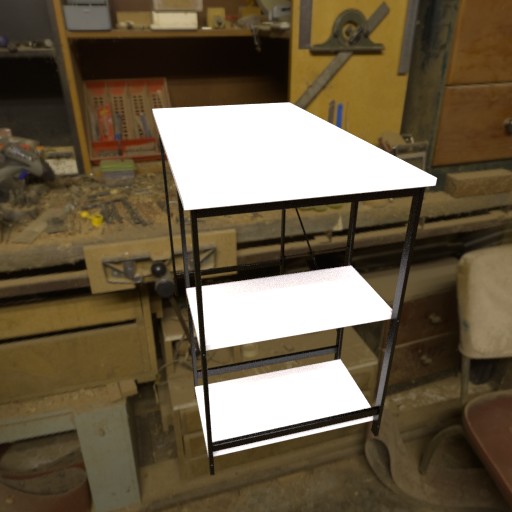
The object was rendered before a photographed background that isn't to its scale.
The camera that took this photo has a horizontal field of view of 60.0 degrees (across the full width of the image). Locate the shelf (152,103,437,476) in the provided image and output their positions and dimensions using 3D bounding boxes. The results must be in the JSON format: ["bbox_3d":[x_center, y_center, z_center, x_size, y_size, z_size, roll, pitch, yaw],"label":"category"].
[{"bbox_3d":[0.000,0.000,1.378,0.498,0.750,0.902,-7,29,-13],"label":"shelf"}]
